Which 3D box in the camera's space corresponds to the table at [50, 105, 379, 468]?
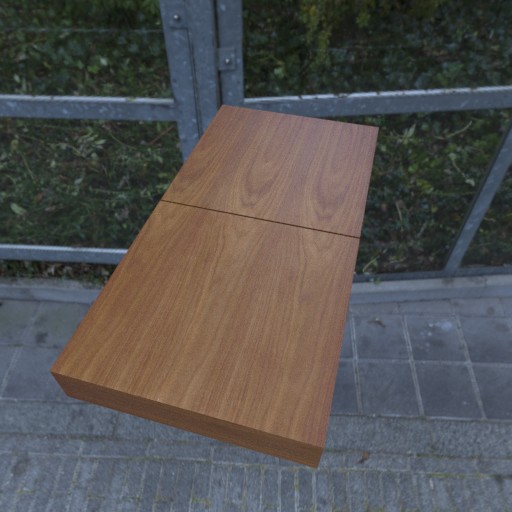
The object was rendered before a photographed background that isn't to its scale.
[{"bbox_3d":[0.000,0.000,1.428,0.610,0.330,1.194,12,49,10],"label":"table"}]
